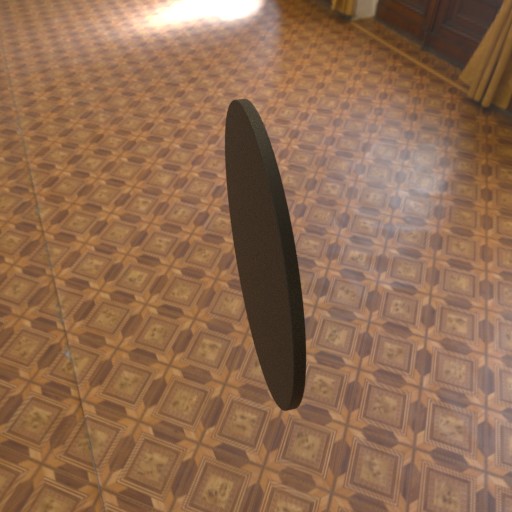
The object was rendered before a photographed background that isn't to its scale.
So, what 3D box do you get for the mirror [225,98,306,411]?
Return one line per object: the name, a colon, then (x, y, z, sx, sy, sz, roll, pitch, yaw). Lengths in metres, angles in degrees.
mirror: (0.000, 0.000, 1.607, 0.036, 1.077, 1.077, -9, 48, -9)
